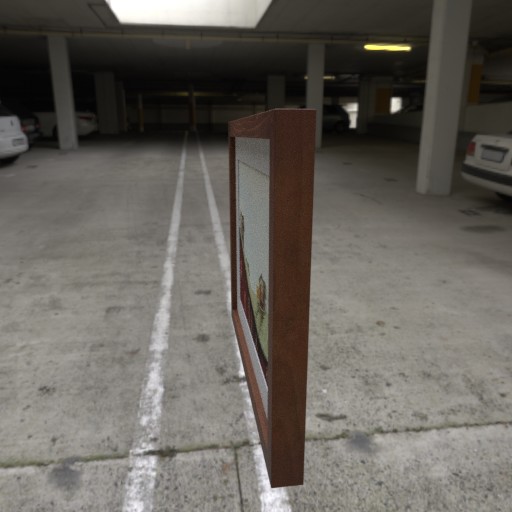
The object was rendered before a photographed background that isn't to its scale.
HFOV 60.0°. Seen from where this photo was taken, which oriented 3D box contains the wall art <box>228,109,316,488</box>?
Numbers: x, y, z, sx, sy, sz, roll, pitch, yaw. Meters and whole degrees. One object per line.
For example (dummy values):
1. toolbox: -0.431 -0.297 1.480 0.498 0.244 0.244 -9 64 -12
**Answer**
1. wall art: 0.000 0.000 0.553 0.030 0.328 0.401 -2 16 -8
